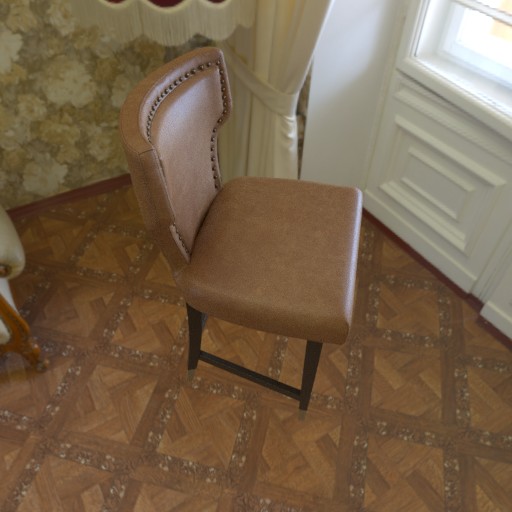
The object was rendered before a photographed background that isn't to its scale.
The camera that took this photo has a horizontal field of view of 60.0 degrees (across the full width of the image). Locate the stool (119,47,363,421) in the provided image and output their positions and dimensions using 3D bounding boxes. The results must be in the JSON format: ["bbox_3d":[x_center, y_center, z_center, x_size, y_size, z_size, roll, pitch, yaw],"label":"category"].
[{"bbox_3d":[0.000,0.000,1.289,0.563,0.982,0.526,9,47,9],"label":"stool"}]
